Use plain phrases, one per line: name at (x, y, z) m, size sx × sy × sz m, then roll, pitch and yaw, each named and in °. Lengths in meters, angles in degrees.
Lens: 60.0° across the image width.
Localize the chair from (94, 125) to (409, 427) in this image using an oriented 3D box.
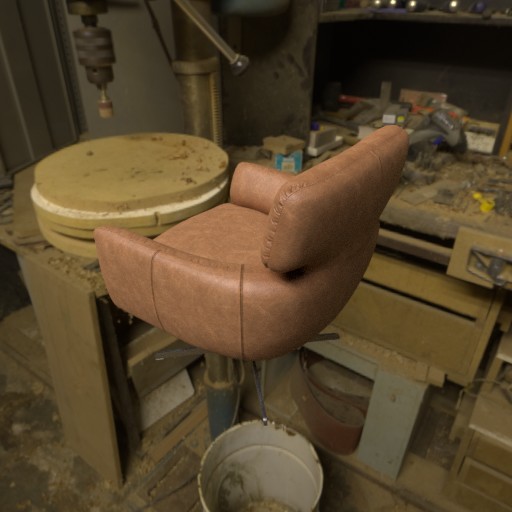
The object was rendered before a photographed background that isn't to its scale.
chair at (0.000, 0.000, 1.379) m, size 0.715 × 0.812 × 0.706 m, roll 21°, pitch 37°, yaw 30°
